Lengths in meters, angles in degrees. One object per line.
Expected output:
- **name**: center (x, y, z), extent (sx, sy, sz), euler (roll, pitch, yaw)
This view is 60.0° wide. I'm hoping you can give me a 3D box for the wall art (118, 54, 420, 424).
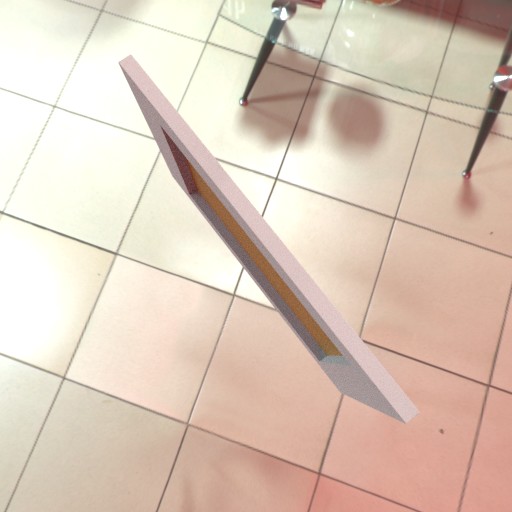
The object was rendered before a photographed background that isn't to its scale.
- **wall art**: center (0.000, 0.000, 1.156), extent (0.033, 0.617, 0.906), euler (-37, 80, -7)
